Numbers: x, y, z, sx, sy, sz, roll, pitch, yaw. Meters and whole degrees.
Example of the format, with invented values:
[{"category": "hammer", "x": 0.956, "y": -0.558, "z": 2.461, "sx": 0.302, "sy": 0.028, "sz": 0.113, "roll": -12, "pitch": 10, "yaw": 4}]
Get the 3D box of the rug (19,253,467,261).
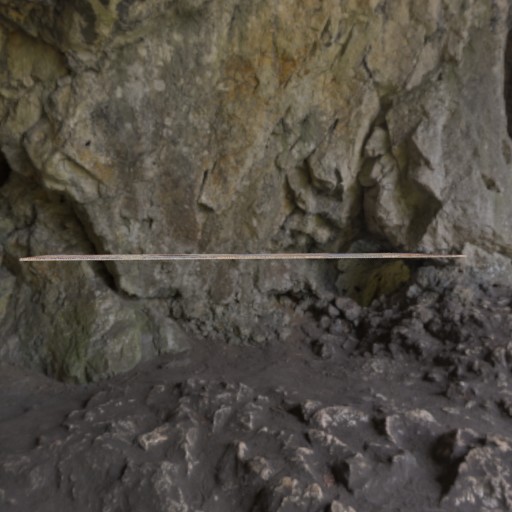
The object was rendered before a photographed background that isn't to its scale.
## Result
[{"category": "rug", "x": 0.000, "y": 0.000, "z": 2.522, "sx": 2.287, "sy": 0.011, "sz": 0.687, "roll": 0, "pitch": 1, "yaw": -16}]
